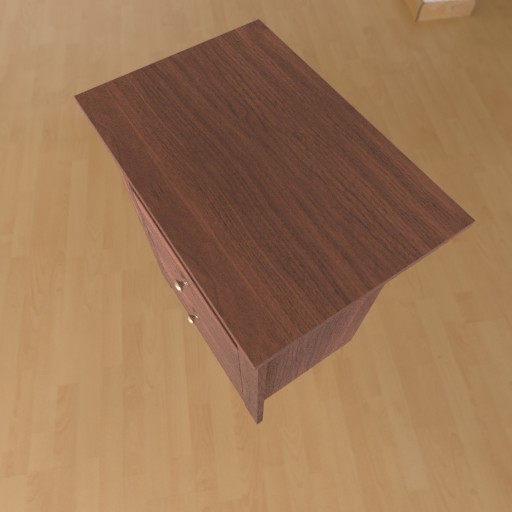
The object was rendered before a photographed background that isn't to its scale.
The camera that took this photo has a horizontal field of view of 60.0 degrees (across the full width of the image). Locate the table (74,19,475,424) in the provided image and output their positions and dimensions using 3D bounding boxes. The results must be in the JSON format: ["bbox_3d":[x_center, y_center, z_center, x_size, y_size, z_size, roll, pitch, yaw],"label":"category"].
[{"bbox_3d":[0.000,0.000,1.047,0.406,0.711,0.589,-30,66,-15],"label":"table"}]
